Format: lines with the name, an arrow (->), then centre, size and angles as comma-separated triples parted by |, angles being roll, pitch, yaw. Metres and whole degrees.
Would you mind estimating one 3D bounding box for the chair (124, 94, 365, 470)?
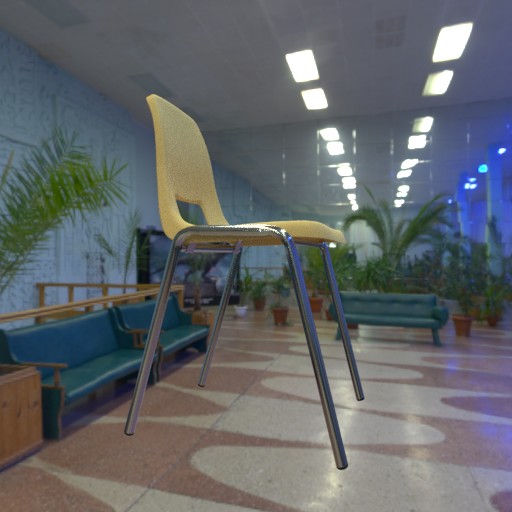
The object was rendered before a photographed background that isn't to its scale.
chair -> 0.000, 0.000, 0.968 | 0.436, 0.704, 0.381 | 0, 0, 18
